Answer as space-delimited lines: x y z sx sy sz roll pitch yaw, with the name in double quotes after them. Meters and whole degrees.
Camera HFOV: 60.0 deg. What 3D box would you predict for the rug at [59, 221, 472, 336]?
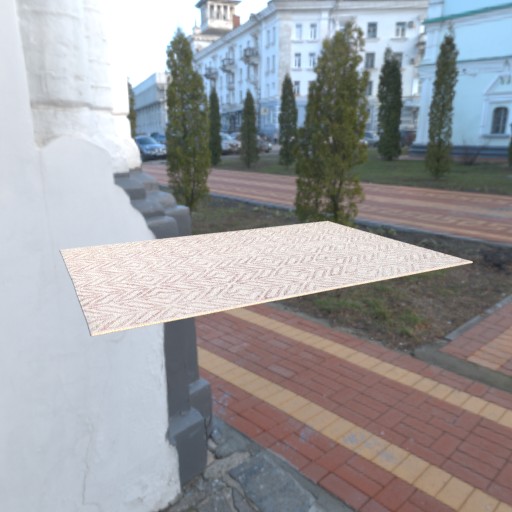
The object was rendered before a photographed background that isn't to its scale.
0.000 0.000 2.345 1.828 0.007 1.220 -8 17 -26 "rug"
